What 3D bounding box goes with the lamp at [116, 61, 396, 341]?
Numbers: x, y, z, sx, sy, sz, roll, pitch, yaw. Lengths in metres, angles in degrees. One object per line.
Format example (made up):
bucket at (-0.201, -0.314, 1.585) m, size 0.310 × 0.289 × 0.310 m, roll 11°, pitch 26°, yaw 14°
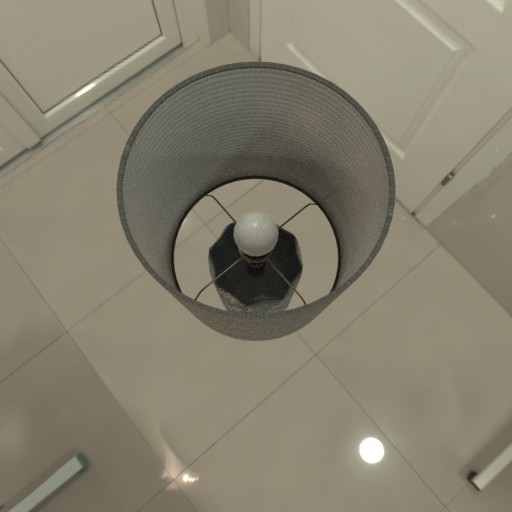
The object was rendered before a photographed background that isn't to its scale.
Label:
lamp at (0.000, 0.000, 0.701) m, size 0.269 × 0.566 × 0.268 m, roll -39°, pitch 78°, yaw -10°
